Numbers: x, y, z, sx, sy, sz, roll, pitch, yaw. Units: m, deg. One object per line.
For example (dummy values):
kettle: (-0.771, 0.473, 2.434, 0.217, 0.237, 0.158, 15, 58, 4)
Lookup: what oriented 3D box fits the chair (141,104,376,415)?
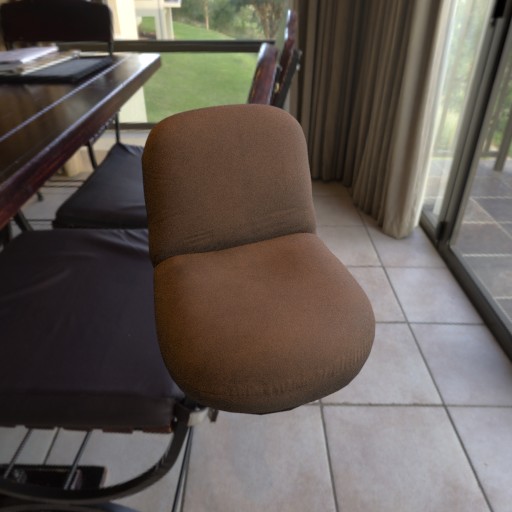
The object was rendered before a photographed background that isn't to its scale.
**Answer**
chair: (0.000, 0.000, 1.065, 0.521, 0.594, 0.597, -11, 34, -16)
